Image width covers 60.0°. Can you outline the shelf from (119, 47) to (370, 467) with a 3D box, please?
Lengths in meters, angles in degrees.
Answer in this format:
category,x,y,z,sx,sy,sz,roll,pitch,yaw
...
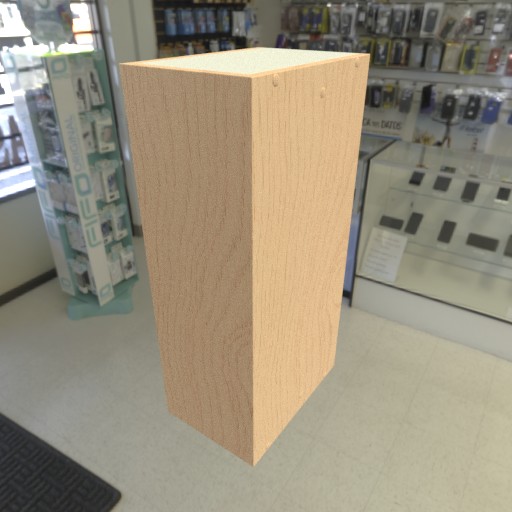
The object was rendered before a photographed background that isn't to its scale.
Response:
category,x,y,z,sx,sy,sz,roll,pitch,yaw
shelf,0.000,0.000,0.733,0.200,0.600,0.290,19,35,30
